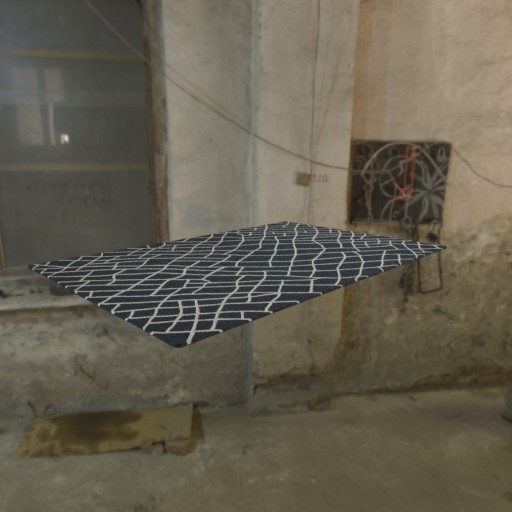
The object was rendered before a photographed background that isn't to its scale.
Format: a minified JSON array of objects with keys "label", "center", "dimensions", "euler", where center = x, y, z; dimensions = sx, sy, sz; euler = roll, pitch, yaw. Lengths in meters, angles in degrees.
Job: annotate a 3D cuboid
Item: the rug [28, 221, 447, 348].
[{"label":"rug","center":[0.000,0.000,2.288],"dimensions":[1.830,0.013,1.223],"euler":[-13,19,-43]}]
